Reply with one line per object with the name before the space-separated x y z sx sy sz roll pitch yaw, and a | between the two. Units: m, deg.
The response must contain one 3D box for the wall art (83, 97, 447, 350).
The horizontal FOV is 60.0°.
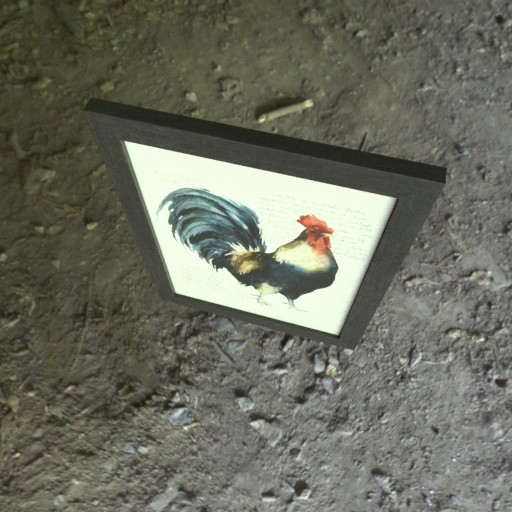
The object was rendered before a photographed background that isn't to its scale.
wall art | 0.000 0.000 0.817 0.479 0.580 0.027 13 59 8
